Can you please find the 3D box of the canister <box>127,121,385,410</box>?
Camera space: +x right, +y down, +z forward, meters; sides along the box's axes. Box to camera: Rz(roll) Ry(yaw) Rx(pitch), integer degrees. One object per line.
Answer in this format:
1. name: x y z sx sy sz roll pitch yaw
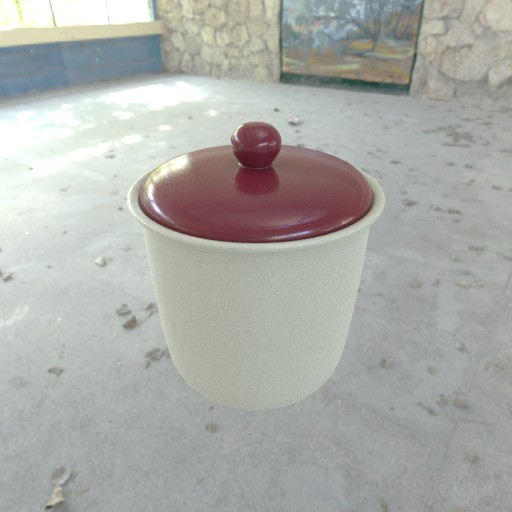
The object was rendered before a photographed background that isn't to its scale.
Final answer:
1. canister: 0.000 0.000 0.351 0.182 0.208 0.182 0 30 0
